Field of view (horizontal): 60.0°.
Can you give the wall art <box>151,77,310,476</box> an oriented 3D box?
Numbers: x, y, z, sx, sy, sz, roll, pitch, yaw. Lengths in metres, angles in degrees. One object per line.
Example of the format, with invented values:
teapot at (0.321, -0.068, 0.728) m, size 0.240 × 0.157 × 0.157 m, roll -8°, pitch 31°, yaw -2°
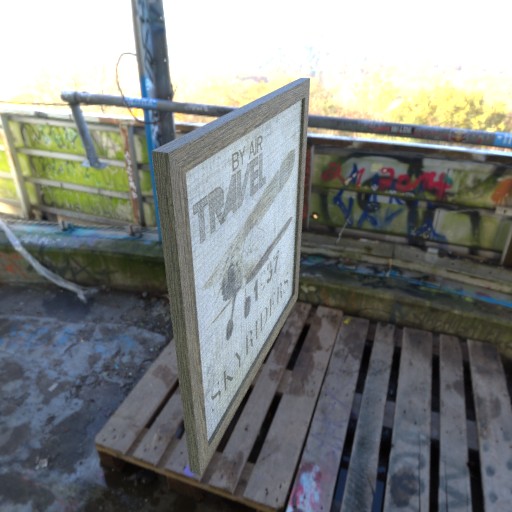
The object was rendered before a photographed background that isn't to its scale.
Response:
wall art at (0.000, 0.000, 0.764) m, size 0.019 × 0.508 × 0.508 m, roll 11°, pitch 32°, yaw 19°
